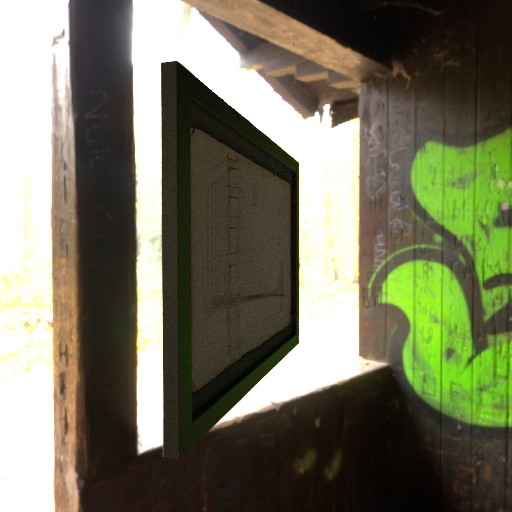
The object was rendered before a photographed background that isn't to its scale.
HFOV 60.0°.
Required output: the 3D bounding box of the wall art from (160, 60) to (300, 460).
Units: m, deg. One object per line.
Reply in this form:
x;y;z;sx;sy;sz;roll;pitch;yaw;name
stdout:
0.000;0.000;0.546;0.016;0.306;0.432;0;1;18;wall art
